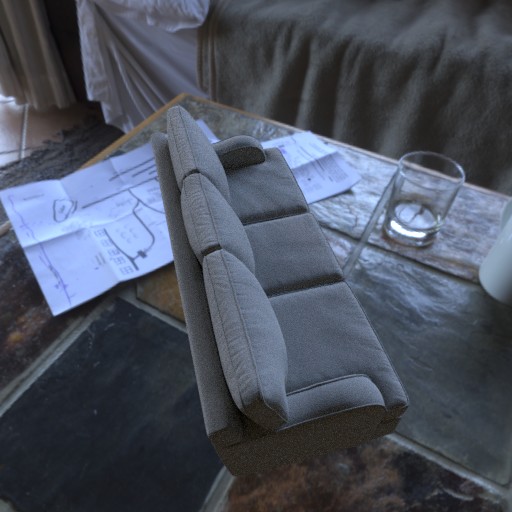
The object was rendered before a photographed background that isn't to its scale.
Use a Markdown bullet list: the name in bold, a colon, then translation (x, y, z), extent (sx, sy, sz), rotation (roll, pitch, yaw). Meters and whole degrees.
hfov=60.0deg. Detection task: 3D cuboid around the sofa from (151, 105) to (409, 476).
- **sofa**: translation (0.000, 0.000, 2.824), extent (1.016, 0.997, 2.323), rotation (-11, 49, -10)
